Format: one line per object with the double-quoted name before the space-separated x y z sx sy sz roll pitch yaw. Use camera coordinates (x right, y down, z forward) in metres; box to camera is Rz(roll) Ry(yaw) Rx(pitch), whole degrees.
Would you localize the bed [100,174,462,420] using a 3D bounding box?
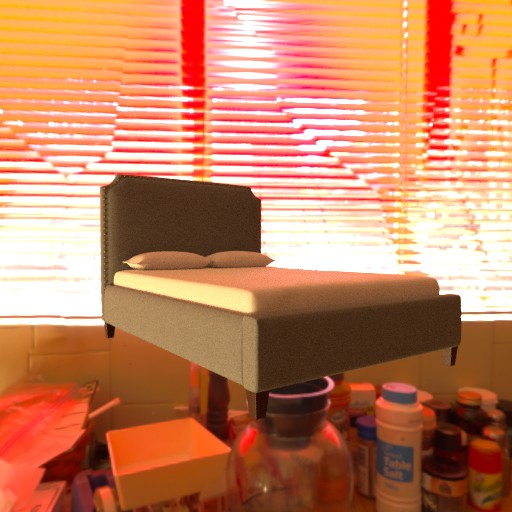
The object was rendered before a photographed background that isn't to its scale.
"bed" 0.000 0.000 3.414 1.712 1.443 2.372 -1 1 -35
